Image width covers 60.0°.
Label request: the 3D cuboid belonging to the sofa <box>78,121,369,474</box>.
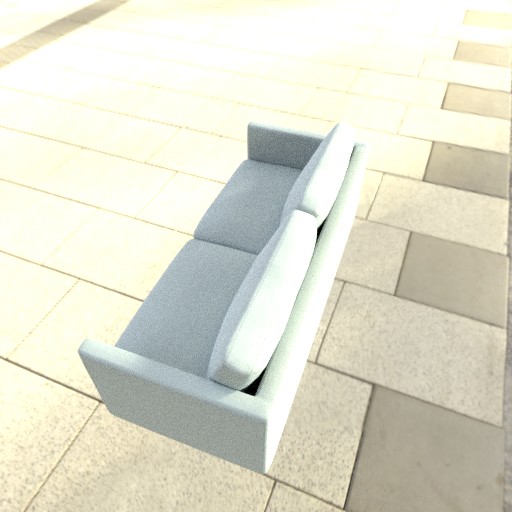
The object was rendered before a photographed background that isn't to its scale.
[{"bbox_3d":[0.000,0.000,2.770,0.951,0.965,2.208,15,48,14],"label":"sofa"}]
